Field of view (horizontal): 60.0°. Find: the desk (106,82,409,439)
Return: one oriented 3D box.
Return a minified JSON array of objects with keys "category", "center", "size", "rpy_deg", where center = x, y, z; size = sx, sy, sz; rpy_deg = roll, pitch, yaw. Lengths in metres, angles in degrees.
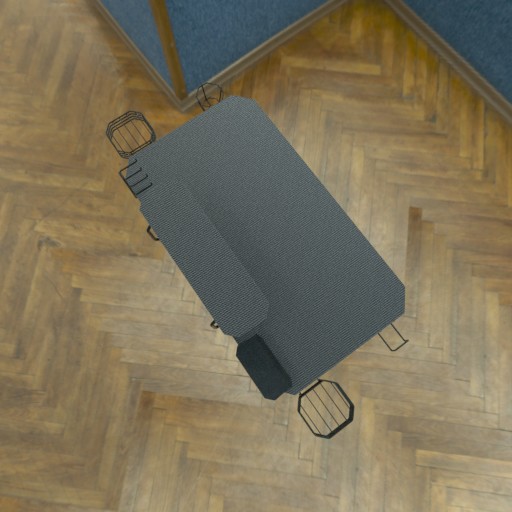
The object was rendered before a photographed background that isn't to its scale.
[{"category":"desk","center":[0.000,0.000,1.747],"size":[0.580,0.880,1.290],"rpy_deg":[-34,78,-9]}]
